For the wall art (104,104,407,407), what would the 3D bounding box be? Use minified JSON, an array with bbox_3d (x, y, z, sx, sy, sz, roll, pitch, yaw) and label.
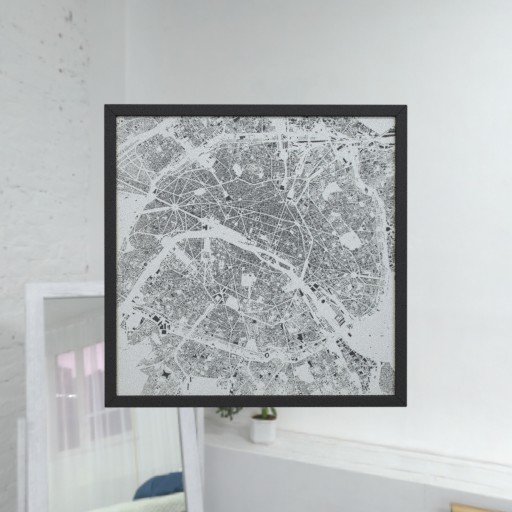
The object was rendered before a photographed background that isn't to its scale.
[{"bbox_3d":[0.000,0.000,1.133,0.763,0.763,0.037,0,0,0],"label":"wall art"}]
